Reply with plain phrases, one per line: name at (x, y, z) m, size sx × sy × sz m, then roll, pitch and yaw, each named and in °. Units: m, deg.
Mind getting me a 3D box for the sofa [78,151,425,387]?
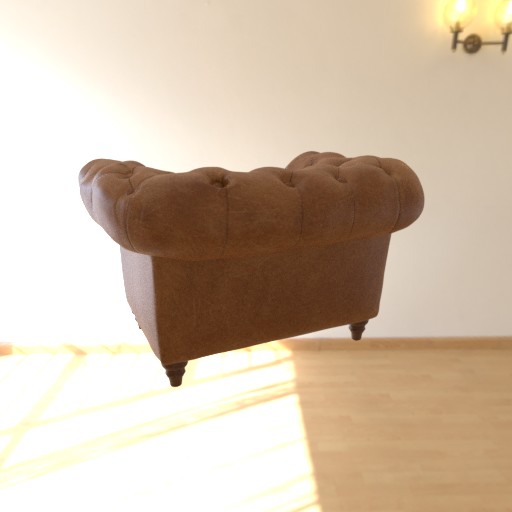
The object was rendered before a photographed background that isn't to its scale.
sofa at (0.000, 0.000, 1.997) m, size 1.405 × 0.878 × 1.033 m, roll -8°, pitch 18°, yaw -25°
